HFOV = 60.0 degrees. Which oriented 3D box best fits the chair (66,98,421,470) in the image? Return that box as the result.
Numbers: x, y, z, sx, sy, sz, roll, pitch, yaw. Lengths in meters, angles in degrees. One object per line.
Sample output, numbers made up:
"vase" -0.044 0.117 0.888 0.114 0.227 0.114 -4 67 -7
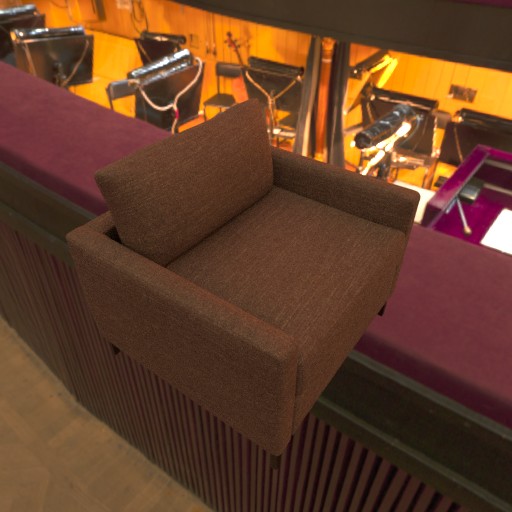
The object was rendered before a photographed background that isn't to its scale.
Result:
"chair" 0.000 0.000 1.601 0.845 0.841 0.940 25 46 27
